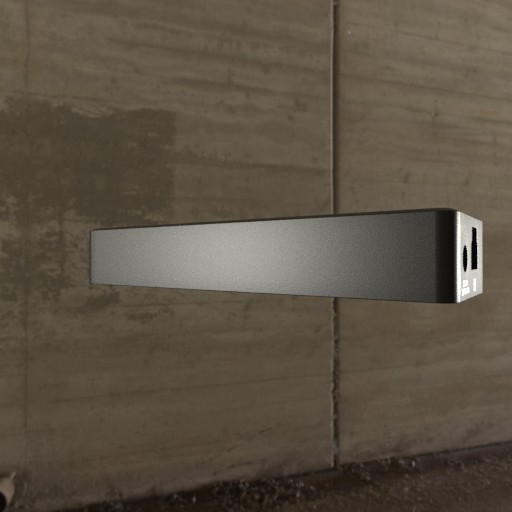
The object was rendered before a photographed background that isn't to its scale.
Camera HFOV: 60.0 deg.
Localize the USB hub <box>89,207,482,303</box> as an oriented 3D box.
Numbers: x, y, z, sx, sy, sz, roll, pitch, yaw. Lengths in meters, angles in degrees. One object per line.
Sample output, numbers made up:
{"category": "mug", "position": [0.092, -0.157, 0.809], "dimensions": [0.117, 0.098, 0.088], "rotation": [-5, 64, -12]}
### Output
{"category": "USB hub", "position": [0.000, 0.000, 0.163], "dimensions": [0.145, 0.023, 0.044], "rotation": [0, 0, 35]}
